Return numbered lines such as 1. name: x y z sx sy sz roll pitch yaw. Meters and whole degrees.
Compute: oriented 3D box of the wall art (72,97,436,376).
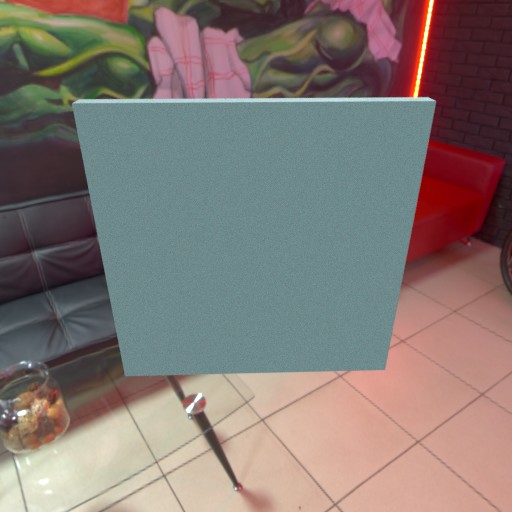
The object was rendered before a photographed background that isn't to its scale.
1. wall art: 0.000 0.000 0.895 0.603 0.603 0.036 -1 29 -2
